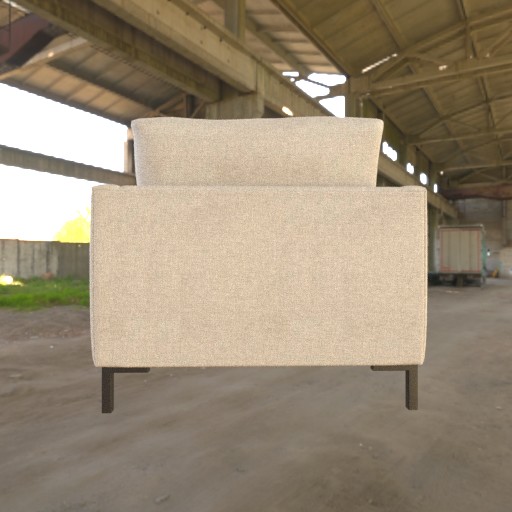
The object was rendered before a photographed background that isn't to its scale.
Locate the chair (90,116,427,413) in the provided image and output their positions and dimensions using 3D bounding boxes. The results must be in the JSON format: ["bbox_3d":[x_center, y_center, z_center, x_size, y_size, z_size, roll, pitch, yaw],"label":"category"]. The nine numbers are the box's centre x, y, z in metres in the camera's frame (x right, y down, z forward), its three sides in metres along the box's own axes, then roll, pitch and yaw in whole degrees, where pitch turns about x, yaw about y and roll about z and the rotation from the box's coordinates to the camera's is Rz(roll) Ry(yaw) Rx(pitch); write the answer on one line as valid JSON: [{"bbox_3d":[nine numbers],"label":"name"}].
[{"bbox_3d":[0.000,0.000,1.642,0.963,0.861,0.866,0,0,-2],"label":"chair"}]
